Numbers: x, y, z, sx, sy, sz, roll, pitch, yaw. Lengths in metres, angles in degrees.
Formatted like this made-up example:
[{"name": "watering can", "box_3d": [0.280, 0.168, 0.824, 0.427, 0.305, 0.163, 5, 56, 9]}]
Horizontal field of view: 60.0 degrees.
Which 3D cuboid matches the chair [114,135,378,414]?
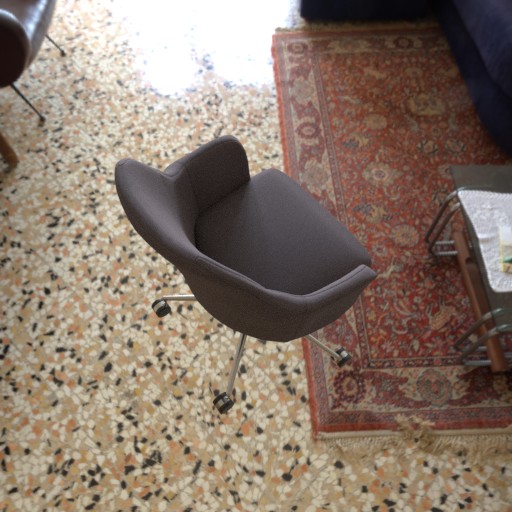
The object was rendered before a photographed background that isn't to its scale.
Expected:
[{"name": "chair", "box_3d": [0.000, 0.000, 1.239, 0.600, 0.820, 0.655, -33, 64, -18]}]
